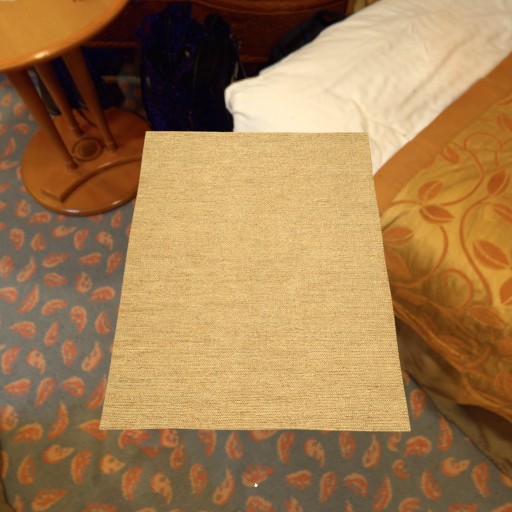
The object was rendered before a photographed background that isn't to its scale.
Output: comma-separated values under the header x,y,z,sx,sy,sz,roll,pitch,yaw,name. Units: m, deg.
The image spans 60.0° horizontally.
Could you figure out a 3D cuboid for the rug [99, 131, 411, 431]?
x,y,z,sx,sy,sz,roll,pitch,yaw,name
0.000,0.000,4.119,2.406,0.012,3.034,0,63,0,rug
